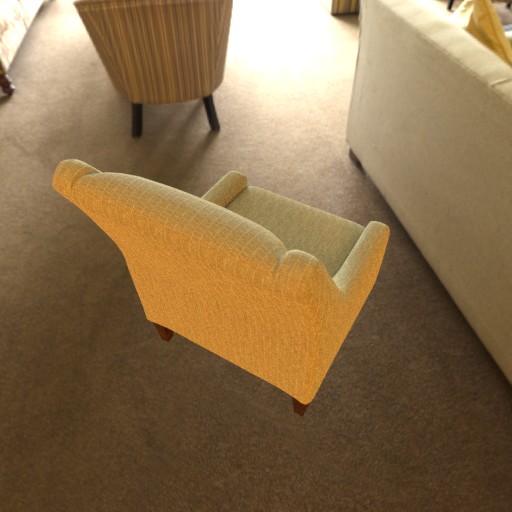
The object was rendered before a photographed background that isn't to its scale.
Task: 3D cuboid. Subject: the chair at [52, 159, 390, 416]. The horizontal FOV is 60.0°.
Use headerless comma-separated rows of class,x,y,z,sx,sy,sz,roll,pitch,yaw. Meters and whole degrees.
chair,0.000,0.000,1.622,0.774,1.014,0.870,23,50,21
